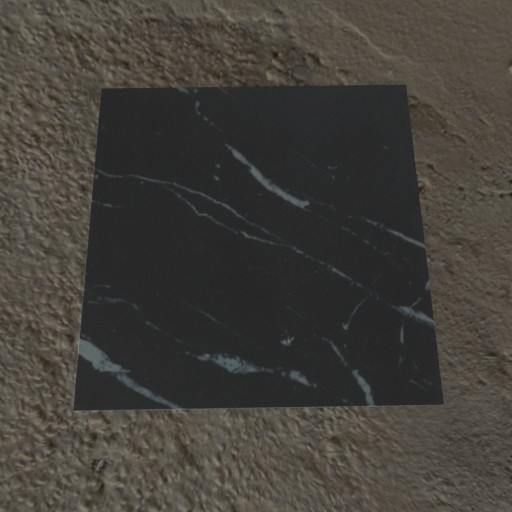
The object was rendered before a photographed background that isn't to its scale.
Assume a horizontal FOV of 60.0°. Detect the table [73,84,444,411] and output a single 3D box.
[{"bbox_3d":[0.000,0.000,1.275,0.800,0.450,0.800,-1,75,0],"label":"table"}]
